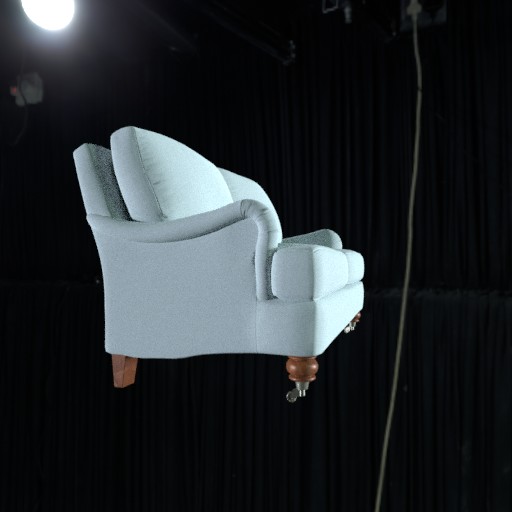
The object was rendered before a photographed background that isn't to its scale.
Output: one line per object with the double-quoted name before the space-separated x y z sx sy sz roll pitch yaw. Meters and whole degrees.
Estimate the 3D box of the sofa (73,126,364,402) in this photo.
"sofa" 0.000 0.000 2.558 1.084 1.101 1.853 0 -1 19
